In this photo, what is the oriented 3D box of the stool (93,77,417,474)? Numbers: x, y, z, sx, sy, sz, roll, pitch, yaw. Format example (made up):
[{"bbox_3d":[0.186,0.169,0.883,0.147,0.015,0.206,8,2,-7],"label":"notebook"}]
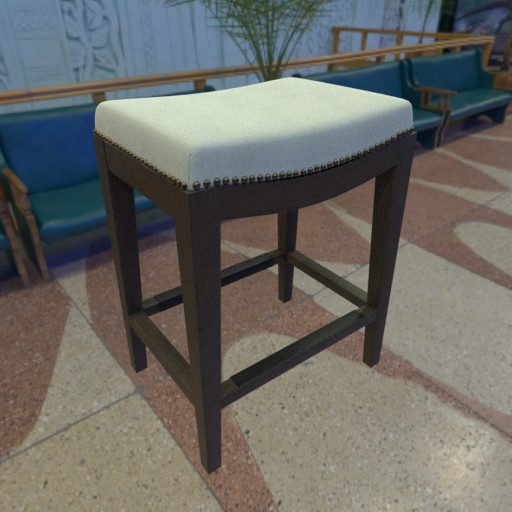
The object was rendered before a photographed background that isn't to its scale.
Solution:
[{"bbox_3d":[0.000,0.000,0.943,0.500,0.642,0.361,-21,37,-31],"label":"stool"}]
